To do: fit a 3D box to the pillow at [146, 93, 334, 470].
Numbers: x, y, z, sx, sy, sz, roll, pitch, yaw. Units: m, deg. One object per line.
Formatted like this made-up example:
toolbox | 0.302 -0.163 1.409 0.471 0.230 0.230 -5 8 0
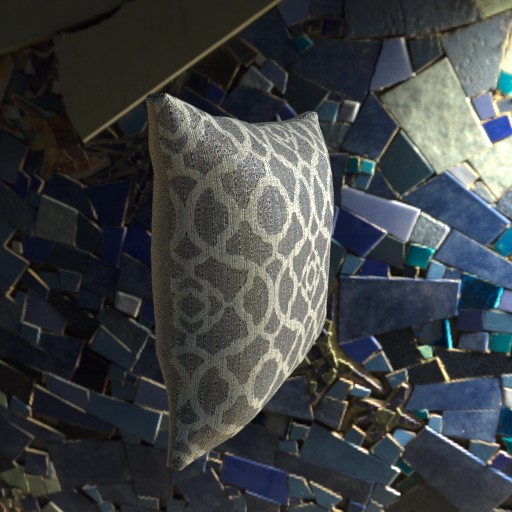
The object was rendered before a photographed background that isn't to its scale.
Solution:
pillow | 0.000 0.000 0.766 0.215 0.498 0.508 8 17 26
